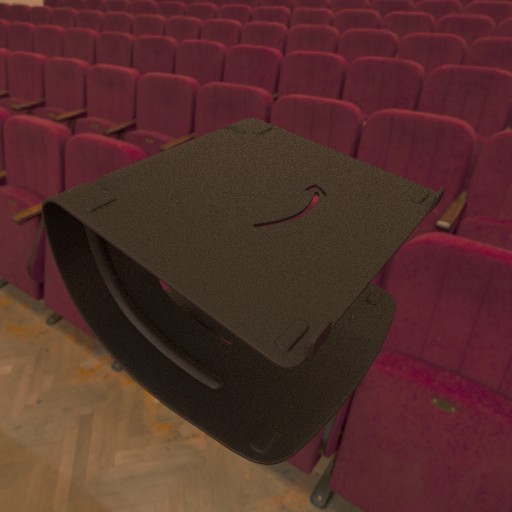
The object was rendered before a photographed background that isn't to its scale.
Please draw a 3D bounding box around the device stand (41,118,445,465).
[{"bbox_3d":[0.000,0.000,0.389,0.236,0.155,0.256,22,39,29],"label":"device stand"}]
